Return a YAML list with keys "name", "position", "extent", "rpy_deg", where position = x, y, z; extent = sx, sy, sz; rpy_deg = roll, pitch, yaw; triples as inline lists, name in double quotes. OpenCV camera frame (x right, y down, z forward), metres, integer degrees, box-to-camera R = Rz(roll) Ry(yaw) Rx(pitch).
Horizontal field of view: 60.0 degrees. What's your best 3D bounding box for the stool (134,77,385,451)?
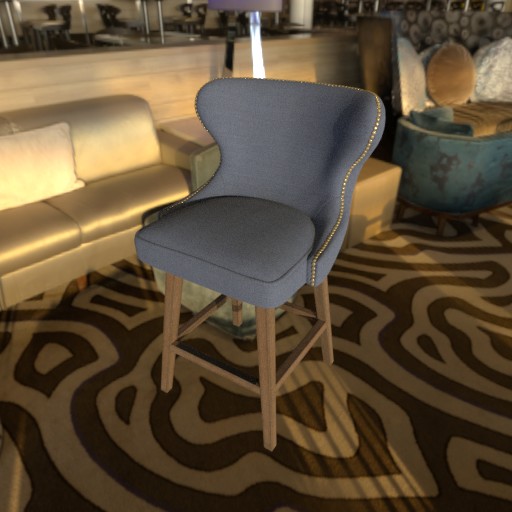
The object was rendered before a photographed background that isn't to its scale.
- name: "stool"
  position: [0.000, 0.000, 1.395]
  extent: [0.615, 0.972, 0.597]
  rpy_deg: [18, 35, 28]
